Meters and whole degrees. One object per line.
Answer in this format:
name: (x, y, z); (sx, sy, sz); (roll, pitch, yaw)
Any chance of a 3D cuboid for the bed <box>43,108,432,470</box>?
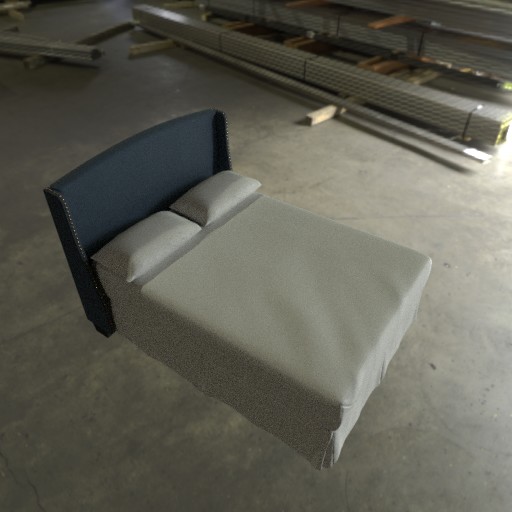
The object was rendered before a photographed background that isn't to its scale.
bed: (0.000, 0.000, 3.310); (2.237, 1.407, 1.710); (24, 45, 26)
